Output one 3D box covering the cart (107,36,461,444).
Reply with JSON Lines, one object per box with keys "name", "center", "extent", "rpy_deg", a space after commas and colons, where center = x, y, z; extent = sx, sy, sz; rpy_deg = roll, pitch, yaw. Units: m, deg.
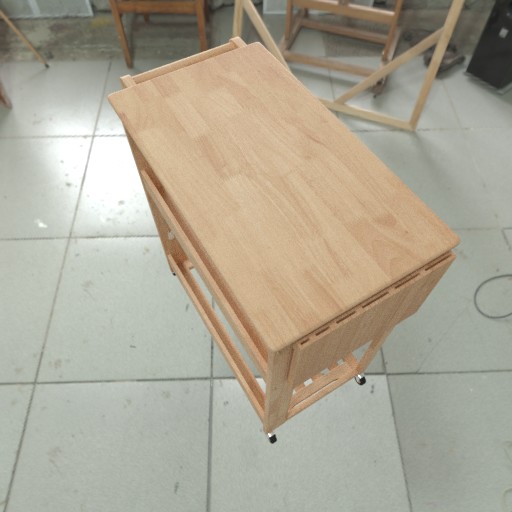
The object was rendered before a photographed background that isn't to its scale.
{"name": "cart", "center": [0.000, 0.000, 1.344], "extent": [0.432, 0.879, 0.853], "rpy_deg": [-27, 62, -16]}
